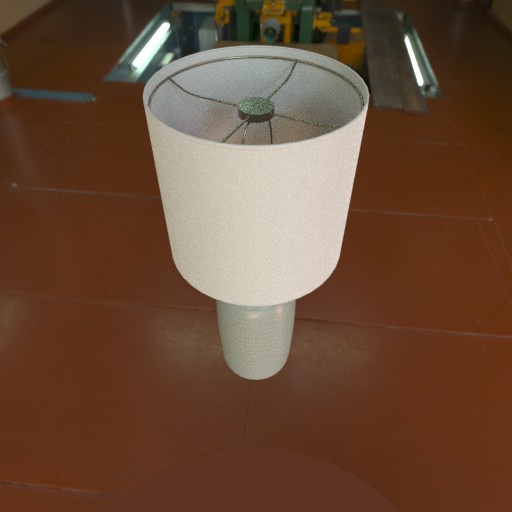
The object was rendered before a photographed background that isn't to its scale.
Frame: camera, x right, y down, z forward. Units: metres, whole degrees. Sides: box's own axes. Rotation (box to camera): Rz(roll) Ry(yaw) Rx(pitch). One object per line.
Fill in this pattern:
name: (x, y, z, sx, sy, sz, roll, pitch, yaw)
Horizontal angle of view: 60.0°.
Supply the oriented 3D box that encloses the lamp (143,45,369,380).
lamp: (0.000, 0.000, 0.607, 0.220, 0.475, 0.220, 31, 53, 27)
